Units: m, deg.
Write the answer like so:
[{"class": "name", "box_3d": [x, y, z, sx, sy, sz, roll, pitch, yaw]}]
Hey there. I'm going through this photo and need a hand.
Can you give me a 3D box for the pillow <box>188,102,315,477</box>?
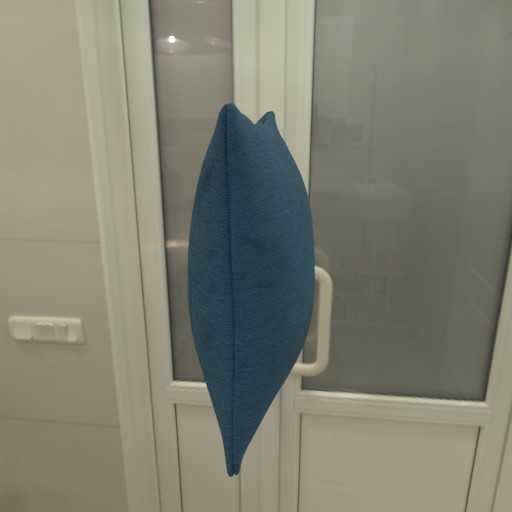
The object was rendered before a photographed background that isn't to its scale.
[{"class": "pillow", "box_3d": [0.000, 0.000, 0.661, 0.177, 0.420, 0.437, 2, 17, 7]}]
